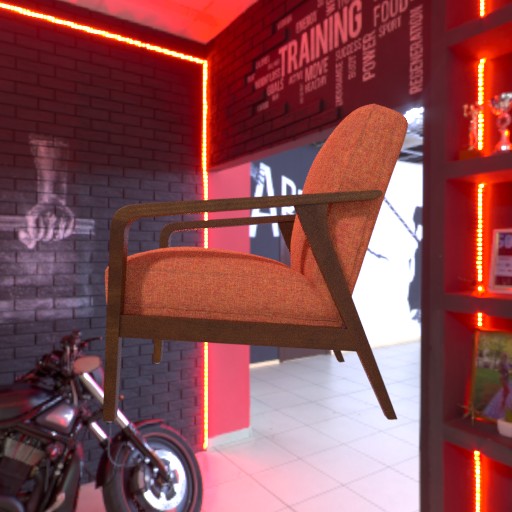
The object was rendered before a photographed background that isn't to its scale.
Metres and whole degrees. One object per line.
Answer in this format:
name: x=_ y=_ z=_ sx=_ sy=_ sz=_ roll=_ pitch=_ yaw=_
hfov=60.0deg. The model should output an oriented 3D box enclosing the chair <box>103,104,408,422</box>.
chair: x=0.000 y=0.000 z=1.521 sx=0.860 sy=0.890 sz=0.719 roll=0 pitch=0 yaw=-1
